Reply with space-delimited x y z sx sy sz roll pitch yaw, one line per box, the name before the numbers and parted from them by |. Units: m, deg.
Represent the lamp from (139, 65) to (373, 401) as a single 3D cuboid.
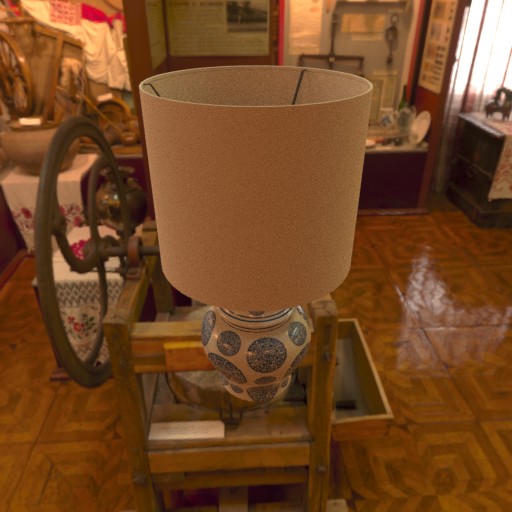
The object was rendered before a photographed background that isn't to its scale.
lamp | 0.000 0.000 0.513 0.215 0.381 0.215 -1 31 -1
